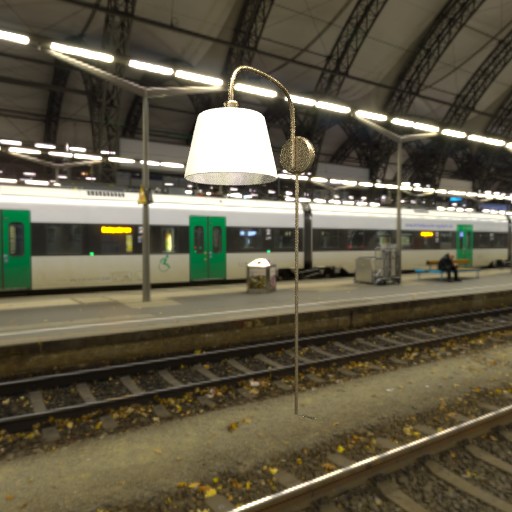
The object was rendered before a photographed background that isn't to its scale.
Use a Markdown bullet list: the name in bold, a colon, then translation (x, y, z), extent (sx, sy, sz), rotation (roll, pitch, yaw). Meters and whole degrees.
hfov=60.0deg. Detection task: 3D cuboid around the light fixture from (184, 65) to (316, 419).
- **light fixture**: translation (0.000, 0.000, 0.478), extent (0.092, 0.399, 0.176), rotation (1, 2, 36)
